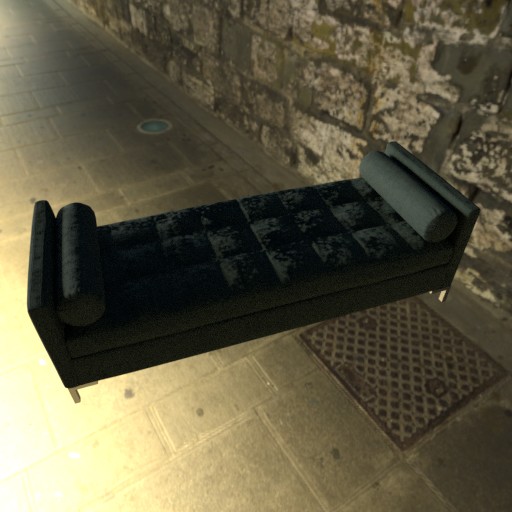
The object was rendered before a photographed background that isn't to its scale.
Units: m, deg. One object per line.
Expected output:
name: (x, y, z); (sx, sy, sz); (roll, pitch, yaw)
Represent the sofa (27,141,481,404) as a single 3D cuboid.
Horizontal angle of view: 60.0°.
sofa: (0.000, 0.000, 2.390); (2.102, 0.657, 0.797); (-12, 42, -14)
